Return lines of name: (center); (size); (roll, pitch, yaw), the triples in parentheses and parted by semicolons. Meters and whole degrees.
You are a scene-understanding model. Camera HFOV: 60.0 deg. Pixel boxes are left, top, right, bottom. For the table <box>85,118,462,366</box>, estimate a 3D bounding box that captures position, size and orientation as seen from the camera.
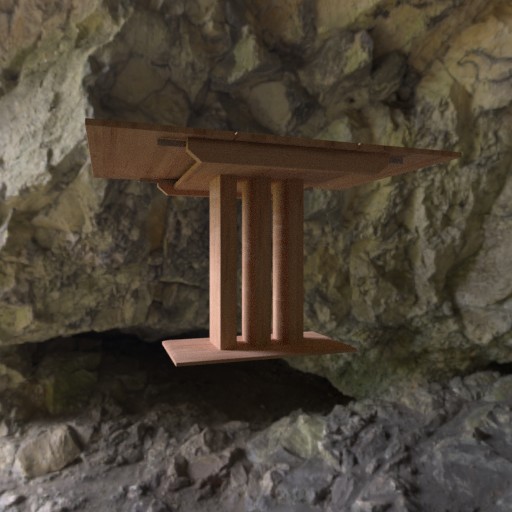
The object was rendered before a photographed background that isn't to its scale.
table: (0.000, 0.000, 1.856); (1.300, 0.770, 0.900); (0, 0, -19)
